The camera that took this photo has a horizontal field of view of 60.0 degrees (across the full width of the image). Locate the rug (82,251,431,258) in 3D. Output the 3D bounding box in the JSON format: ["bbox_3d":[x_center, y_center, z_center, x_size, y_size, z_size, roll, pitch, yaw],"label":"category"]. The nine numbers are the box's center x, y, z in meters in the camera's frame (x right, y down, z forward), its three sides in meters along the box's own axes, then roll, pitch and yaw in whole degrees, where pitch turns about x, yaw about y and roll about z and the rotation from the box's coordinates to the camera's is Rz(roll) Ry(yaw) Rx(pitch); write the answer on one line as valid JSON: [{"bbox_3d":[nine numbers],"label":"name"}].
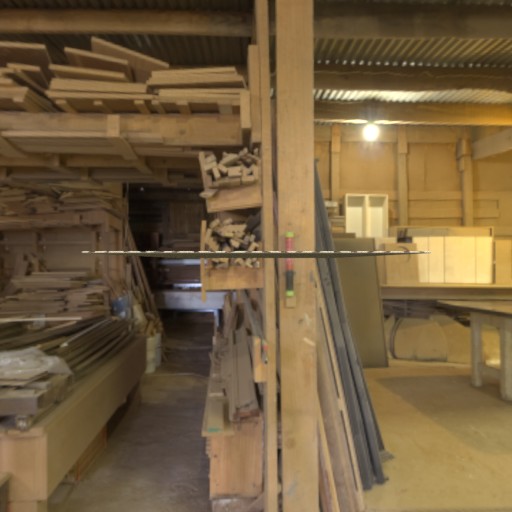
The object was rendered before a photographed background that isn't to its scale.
[{"bbox_3d":[0.000,0.000,3.132,1.523,0.008,2.438,0,-1,0],"label":"rug"}]
